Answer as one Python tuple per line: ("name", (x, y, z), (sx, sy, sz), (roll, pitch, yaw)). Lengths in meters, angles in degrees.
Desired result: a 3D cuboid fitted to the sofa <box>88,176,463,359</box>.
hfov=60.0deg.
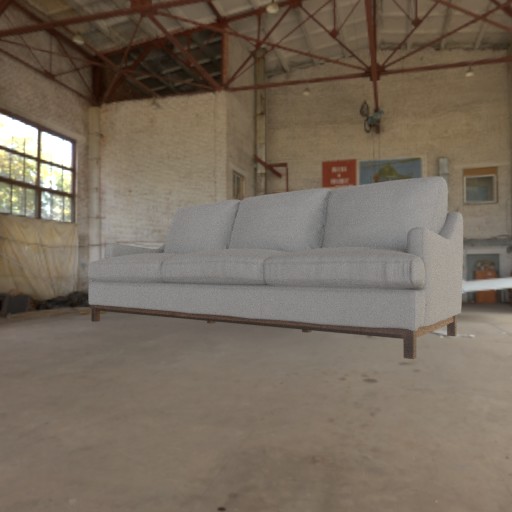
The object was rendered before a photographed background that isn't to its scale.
("sofa", (0.000, 0.000, 2.900), (2.344, 0.926, 0.987), (-1, -2, 36))
